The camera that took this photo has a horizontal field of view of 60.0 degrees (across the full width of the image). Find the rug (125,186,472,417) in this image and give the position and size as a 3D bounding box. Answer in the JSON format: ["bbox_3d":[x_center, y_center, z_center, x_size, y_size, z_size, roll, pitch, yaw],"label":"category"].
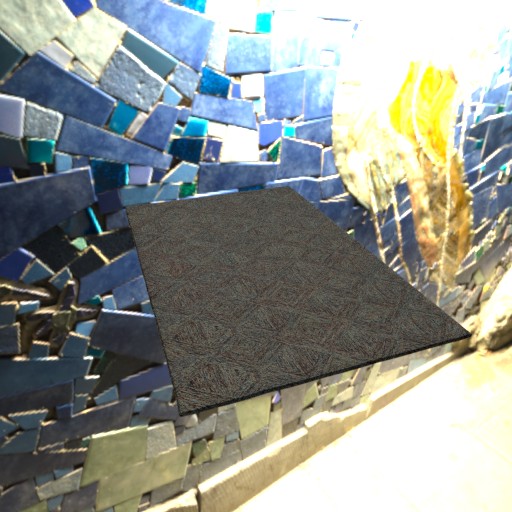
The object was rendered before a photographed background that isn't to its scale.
[{"bbox_3d":[0.000,0.000,2.260,1.143,0.014,1.761,-10,31,-17],"label":"rug"}]
